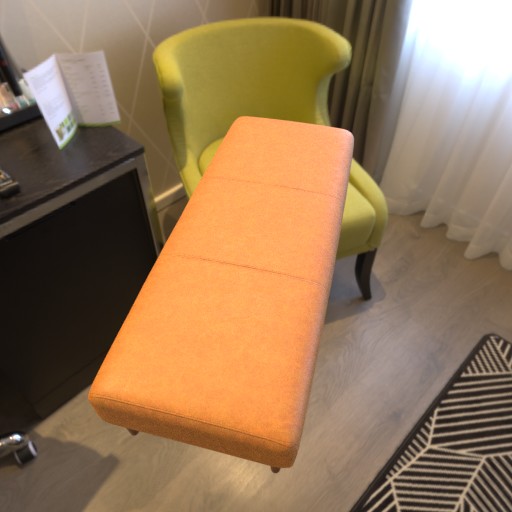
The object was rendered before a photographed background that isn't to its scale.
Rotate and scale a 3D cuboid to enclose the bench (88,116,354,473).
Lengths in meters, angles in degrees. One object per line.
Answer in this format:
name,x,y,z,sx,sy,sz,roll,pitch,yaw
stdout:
bench,0.000,0.000,1.864,0.653,0.399,1.610,10,48,10
